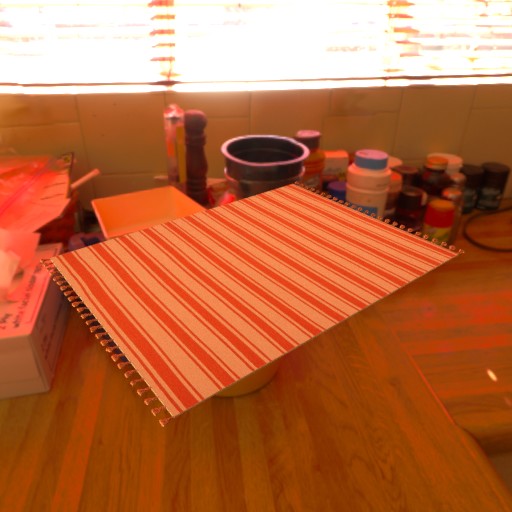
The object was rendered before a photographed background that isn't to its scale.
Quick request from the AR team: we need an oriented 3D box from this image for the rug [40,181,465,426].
[{"bbox_3d":[0.000,0.000,4.336,3.369,0.035,2.451,-22,37,-32],"label":"rug"}]
